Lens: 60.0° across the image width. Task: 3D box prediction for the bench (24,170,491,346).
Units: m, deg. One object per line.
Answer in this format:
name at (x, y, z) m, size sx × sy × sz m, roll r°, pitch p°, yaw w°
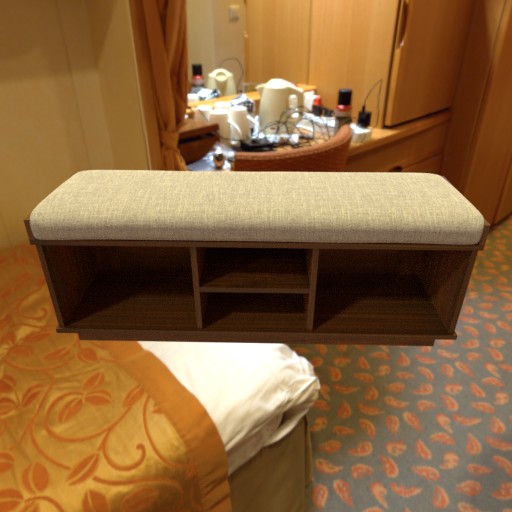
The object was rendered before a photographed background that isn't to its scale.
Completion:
bench at (0.000, 0.000, 1.379) m, size 1.196 × 0.468 × 0.367 m, roll 1°, pitch 31°, yaw 1°
